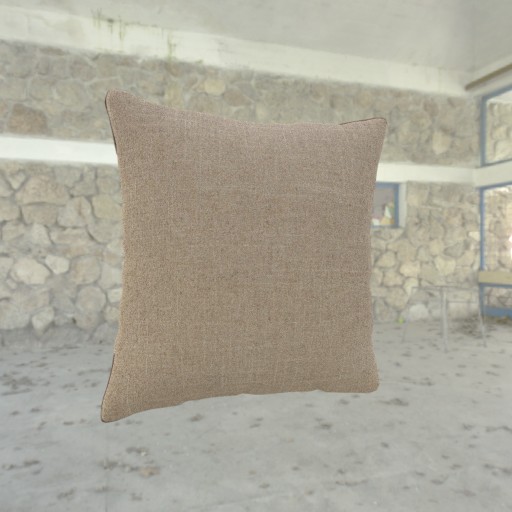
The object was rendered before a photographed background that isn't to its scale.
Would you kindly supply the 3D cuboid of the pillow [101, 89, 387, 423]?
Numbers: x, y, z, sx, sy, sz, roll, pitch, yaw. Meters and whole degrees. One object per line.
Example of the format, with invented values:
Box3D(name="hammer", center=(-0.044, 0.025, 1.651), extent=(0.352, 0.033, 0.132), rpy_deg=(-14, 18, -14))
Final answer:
Box3D(name="pillow", center=(0.000, 0.000, 0.661), extent=(0.437, 0.448, 0.147), rpy_deg=(0, 0, -17))
